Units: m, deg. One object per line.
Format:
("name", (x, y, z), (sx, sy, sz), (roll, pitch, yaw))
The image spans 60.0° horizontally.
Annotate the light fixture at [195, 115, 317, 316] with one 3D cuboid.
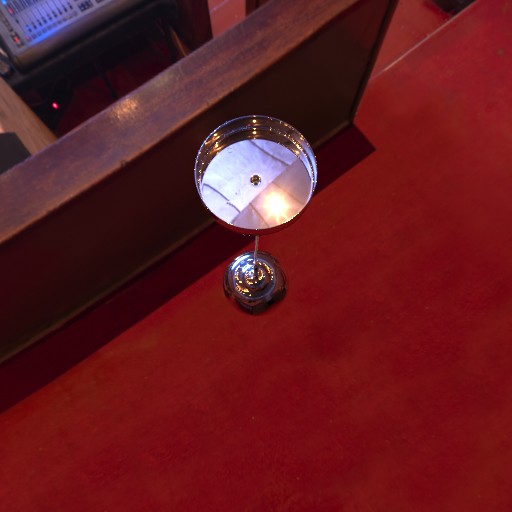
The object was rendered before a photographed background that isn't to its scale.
("light fixture", (0.000, 0.000, 1.646), (0.336, 1.538, 0.336), (-38, 80, -8))
